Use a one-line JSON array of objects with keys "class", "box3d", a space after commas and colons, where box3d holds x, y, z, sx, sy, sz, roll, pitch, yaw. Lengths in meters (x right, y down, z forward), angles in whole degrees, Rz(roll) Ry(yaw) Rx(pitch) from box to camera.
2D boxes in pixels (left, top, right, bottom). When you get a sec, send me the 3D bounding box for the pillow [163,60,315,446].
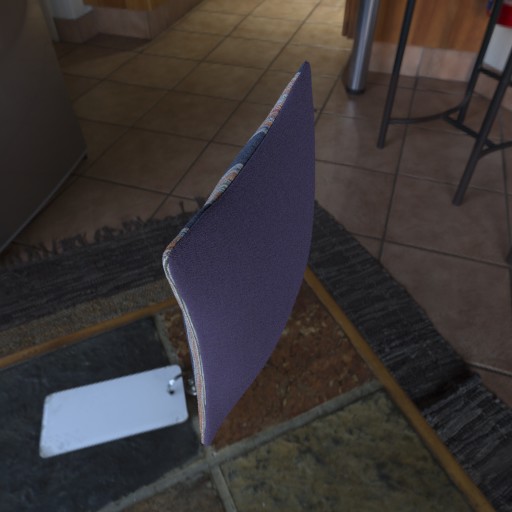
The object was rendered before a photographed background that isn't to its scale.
[{"class": "pillow", "box3d": [0.000, 0.000, 0.661, 0.136, 0.419, 0.437, 15, 48, 14]}]
